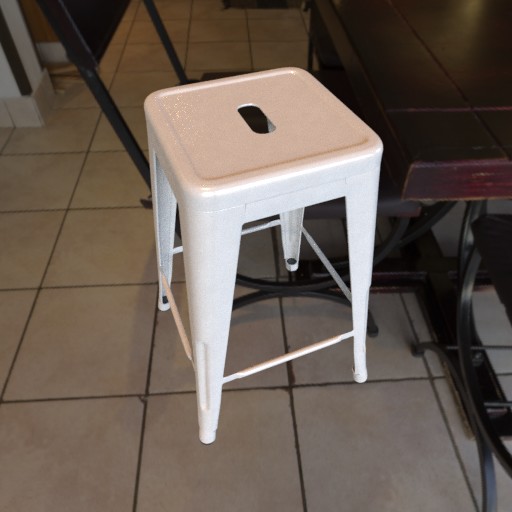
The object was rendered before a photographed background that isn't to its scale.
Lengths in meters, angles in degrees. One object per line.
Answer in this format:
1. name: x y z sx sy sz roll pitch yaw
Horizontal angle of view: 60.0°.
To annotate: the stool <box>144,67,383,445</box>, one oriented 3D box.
1. stool: 0.000 0.000 0.886 0.406 0.610 0.406 -16 49 -15
